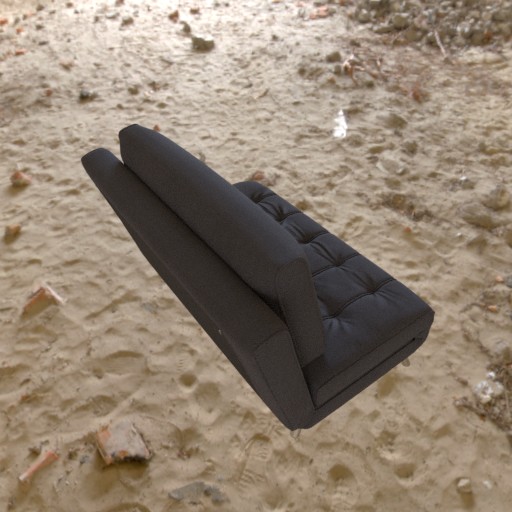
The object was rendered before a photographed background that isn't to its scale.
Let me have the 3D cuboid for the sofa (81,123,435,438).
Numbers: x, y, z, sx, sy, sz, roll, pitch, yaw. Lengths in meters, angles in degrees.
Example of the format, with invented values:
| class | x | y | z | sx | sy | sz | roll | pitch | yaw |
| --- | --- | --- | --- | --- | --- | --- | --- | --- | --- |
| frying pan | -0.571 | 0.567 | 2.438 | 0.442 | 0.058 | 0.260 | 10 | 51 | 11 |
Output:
| class | x | y | z | sx | sy | sz | roll | pitch | yaw |
| --- | --- | --- | --- | --- | --- | --- | --- | --- | --- |
| sofa | 0.000 | 0.000 | 1.845 | 0.910 | 0.910 | 1.220 | -25 | 47 | -27 |
